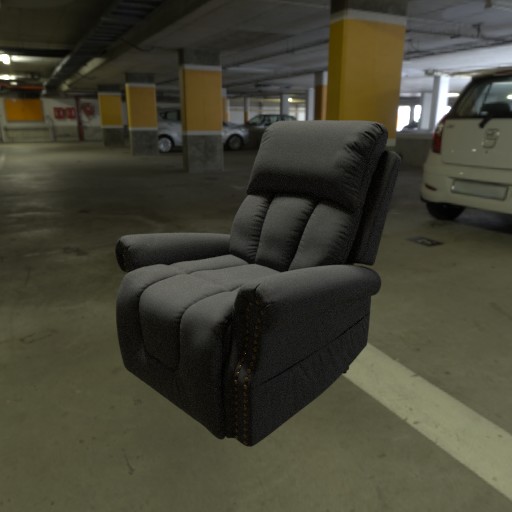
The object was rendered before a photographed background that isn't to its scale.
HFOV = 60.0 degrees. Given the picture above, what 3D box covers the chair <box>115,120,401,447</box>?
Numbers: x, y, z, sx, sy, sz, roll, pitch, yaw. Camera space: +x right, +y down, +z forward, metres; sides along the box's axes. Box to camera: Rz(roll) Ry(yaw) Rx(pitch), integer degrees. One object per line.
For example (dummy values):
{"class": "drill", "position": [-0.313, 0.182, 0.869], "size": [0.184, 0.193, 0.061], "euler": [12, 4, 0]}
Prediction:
{"class": "chair", "position": [0.000, 0.000, 1.764], "size": [0.871, 1.031, 0.979], "euler": [16, 23, 42]}
